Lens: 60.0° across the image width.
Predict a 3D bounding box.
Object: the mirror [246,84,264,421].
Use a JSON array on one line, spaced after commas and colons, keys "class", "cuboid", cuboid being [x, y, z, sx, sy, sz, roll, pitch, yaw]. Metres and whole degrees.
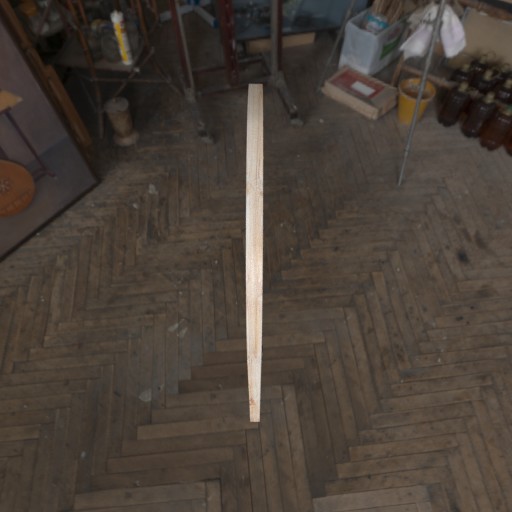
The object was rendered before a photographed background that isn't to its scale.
[{"class": "mirror", "cuboid": [0.000, 0.000, 1.189, 0.032, 0.920, 0.660, 0, 58, 0]}]
